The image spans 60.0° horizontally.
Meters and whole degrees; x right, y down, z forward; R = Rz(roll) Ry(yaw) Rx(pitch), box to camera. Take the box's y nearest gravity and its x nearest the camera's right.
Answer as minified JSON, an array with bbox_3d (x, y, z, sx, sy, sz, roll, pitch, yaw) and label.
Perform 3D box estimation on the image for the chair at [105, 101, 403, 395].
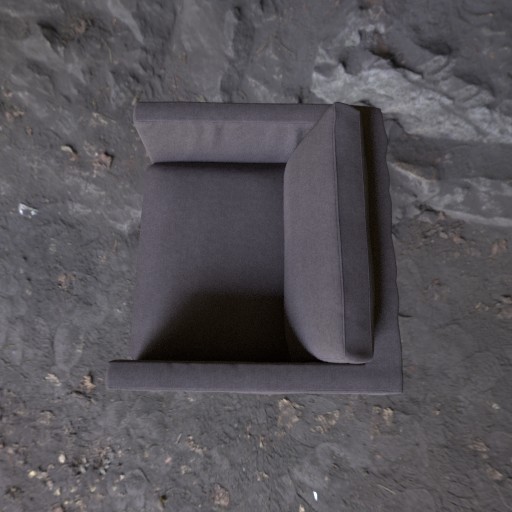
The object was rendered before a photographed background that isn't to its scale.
[{"bbox_3d":[0.000,0.000,1.748,0.949,0.863,1.057,1,74,0],"label":"chair"}]
